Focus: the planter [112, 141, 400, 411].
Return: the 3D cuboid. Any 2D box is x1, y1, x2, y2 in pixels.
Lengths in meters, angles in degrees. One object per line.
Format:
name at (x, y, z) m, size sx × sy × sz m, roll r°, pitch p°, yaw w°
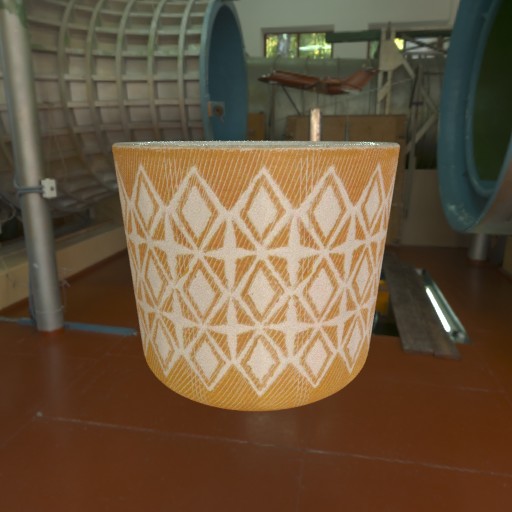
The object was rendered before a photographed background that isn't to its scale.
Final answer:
planter at (0.000, 0.000, 0.332) m, size 0.193 × 0.165 × 0.193 m, roll 0°, pitch 15°, yaw 0°
